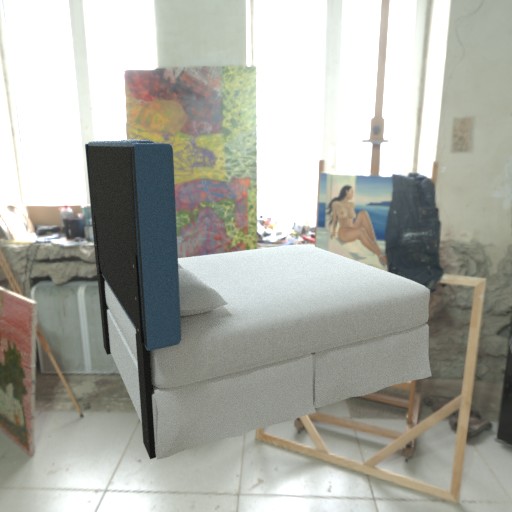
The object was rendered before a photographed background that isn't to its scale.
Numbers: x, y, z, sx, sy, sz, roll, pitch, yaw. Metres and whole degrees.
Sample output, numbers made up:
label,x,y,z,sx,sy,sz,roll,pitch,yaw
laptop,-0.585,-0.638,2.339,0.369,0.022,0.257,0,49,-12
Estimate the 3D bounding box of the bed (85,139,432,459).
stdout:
label,x,y,z,sx,sy,sz,roll,pitch,yaw
bed,0.000,0.000,3.305,2.078,1.665,1.719,-7,16,-26
